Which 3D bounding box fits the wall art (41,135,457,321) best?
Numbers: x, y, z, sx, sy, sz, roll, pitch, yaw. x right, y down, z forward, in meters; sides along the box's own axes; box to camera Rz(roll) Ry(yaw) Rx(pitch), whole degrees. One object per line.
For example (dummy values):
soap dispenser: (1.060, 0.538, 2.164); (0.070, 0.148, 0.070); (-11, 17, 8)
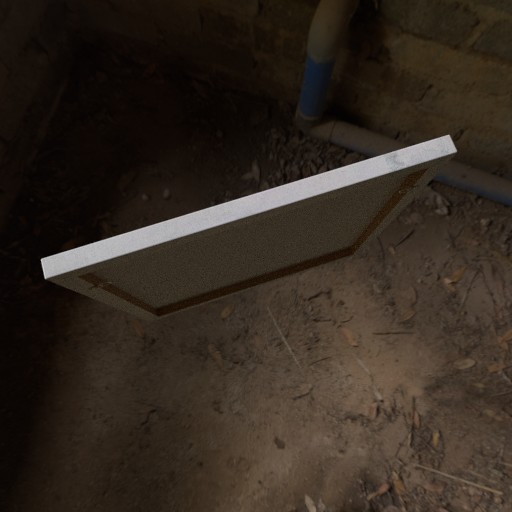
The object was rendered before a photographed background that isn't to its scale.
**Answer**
wall art: (0.000, 0.000, 1.151); (0.762, 0.762, 0.041); (-18, 77, -4)
